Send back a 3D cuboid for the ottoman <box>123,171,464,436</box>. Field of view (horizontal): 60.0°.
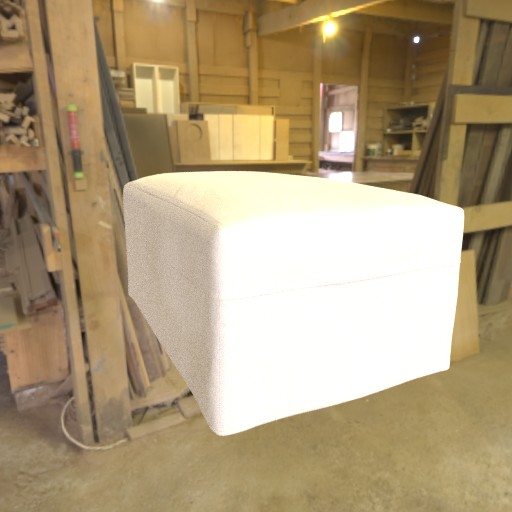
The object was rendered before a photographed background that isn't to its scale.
[{"bbox_3d":[0.000,0.000,1.217,0.590,0.444,0.872,-7,16,-25],"label":"ottoman"}]
